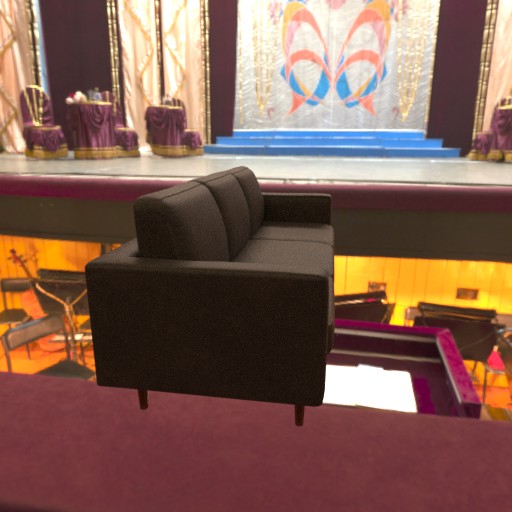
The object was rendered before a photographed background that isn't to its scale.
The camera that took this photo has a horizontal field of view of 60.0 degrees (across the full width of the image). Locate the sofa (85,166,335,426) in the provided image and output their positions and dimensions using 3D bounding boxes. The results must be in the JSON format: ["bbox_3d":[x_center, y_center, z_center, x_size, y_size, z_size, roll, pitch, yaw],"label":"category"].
[{"bbox_3d":[0.000,0.000,2.498,0.879,0.899,2.029,3,16,9],"label":"sofa"}]
